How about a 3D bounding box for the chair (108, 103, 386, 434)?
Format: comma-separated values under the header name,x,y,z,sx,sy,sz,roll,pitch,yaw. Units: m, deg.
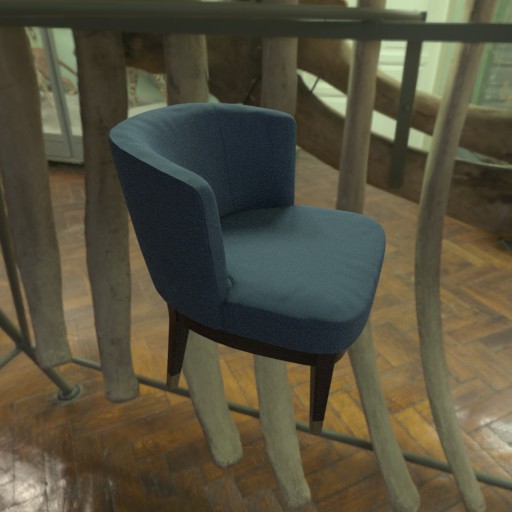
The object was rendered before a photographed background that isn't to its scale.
name,x,y,z,sx,sy,sz,roll,pitch,yaw
chair,0.000,0.000,1.291,0.702,0.760,0.661,11,32,18
